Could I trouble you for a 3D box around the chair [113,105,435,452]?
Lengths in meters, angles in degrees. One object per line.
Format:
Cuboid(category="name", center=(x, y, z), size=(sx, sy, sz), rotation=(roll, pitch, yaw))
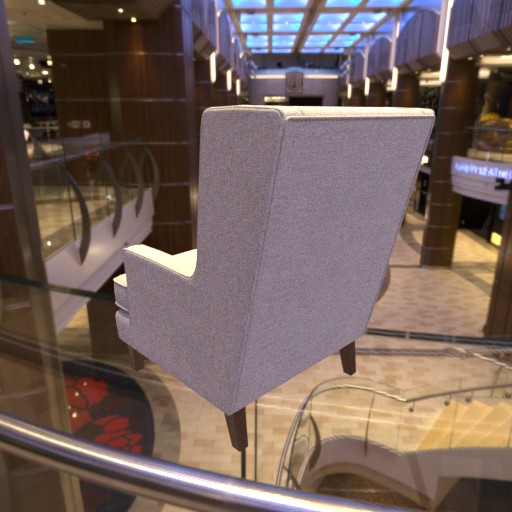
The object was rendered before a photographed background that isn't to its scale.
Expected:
Cuboid(category="chair", center=(0.000, 0.000, 1.700), size=(0.764, 1.082, 0.948), rotation=(-17, 24, -42))
